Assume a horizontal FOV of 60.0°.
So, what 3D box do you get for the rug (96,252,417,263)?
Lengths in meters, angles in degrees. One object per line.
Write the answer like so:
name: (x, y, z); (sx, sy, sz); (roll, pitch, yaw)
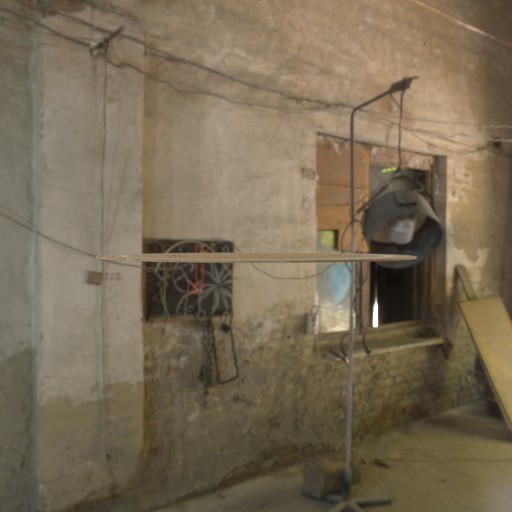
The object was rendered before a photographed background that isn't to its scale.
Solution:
rug: (0.000, 0.000, 3.586); (2.444, 0.015, 2.444); (0, 1, 0)
